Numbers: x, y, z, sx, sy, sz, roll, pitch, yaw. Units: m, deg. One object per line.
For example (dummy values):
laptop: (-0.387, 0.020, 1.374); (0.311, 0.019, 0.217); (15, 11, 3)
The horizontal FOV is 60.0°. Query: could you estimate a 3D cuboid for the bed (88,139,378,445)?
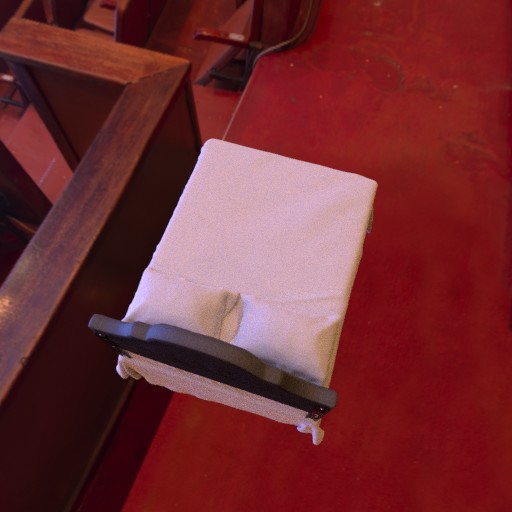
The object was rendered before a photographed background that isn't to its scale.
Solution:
bed: (0.000, 0.000, 3.424); (1.780, 1.634, 2.222); (16, 66, 8)
